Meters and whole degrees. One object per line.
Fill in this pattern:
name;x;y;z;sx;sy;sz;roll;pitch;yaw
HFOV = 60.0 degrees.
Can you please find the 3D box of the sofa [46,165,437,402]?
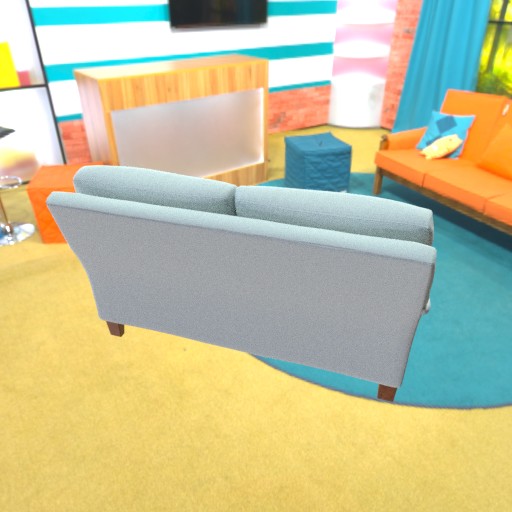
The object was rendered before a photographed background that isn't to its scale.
sofa;0.000;0.000;2.544;1.853;1.101;1.084;10;33;15
